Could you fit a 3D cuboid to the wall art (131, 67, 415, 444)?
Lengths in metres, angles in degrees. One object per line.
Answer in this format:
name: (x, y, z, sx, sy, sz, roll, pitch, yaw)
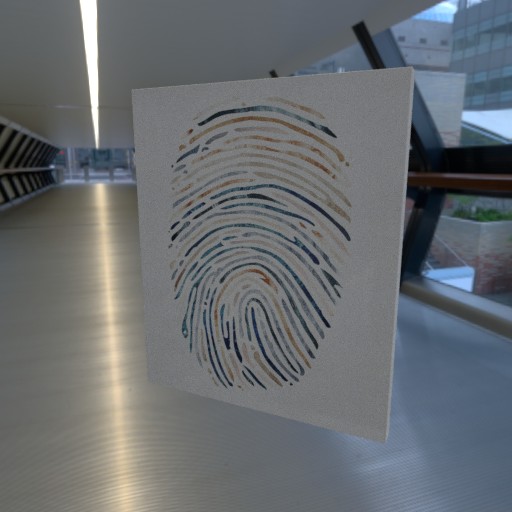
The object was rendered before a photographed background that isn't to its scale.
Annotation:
wall art: (0.000, 0.000, 0.816, 0.508, 0.606, 0.037, 6, 14, 25)
